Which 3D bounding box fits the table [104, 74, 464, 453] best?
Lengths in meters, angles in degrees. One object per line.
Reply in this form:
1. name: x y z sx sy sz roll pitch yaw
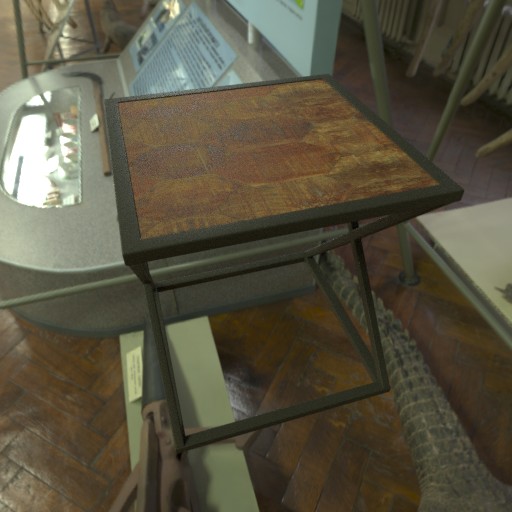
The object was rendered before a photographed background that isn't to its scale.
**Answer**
1. table: 0.000 0.000 0.972 0.500 0.565 0.500 -11 43 -12
